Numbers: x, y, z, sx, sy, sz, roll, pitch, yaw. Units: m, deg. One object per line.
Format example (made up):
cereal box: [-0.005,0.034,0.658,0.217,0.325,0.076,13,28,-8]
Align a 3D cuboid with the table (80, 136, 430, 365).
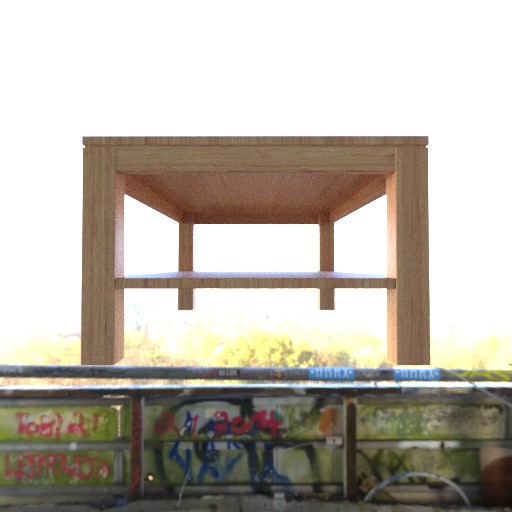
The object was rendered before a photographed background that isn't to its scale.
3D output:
table: [0.000,0.000,1.453,0.695,0.457,1.146,0,-1,0]
